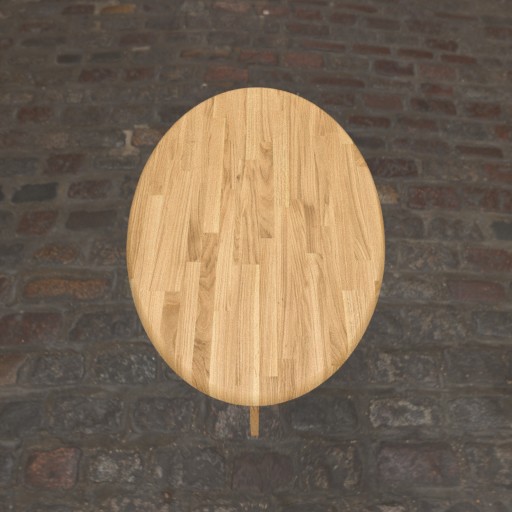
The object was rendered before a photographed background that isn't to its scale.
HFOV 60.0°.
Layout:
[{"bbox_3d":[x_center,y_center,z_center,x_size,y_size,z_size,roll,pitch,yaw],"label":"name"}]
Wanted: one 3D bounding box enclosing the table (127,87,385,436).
[{"bbox_3d":[0.000,0.000,1.408,0.690,0.490,1.040,0,58,0],"label":"table"}]
